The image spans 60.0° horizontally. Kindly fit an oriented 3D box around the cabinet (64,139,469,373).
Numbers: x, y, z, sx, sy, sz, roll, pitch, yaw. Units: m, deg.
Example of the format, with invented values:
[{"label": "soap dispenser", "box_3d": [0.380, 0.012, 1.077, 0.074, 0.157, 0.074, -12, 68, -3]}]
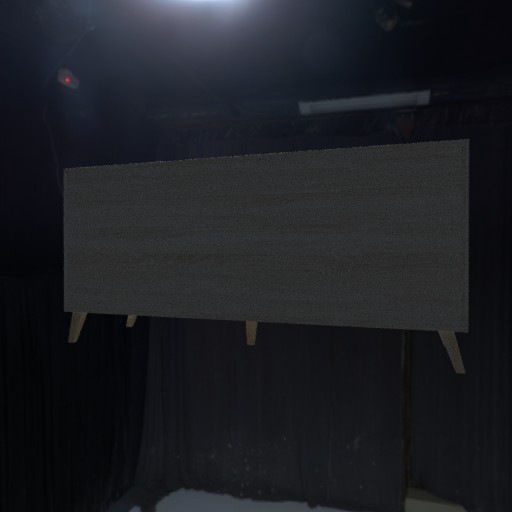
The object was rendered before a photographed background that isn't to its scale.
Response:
[{"label": "cabinet", "box_3d": [0.000, 0.000, 1.964, 1.649, 0.780, 0.500, 0, 1, 18]}]
